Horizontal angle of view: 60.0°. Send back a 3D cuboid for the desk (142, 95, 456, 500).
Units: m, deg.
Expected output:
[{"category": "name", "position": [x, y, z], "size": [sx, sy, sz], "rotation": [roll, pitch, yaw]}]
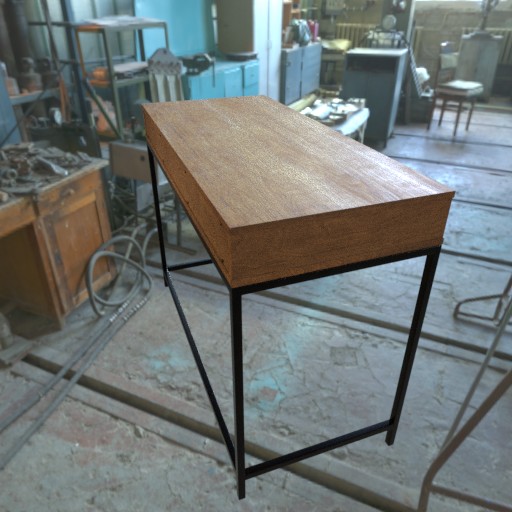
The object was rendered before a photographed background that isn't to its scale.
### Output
[{"category": "desk", "position": [0.000, 0.000, 1.392], "size": [0.470, 0.762, 1.016], "rotation": [-11, 32, -18]}]
